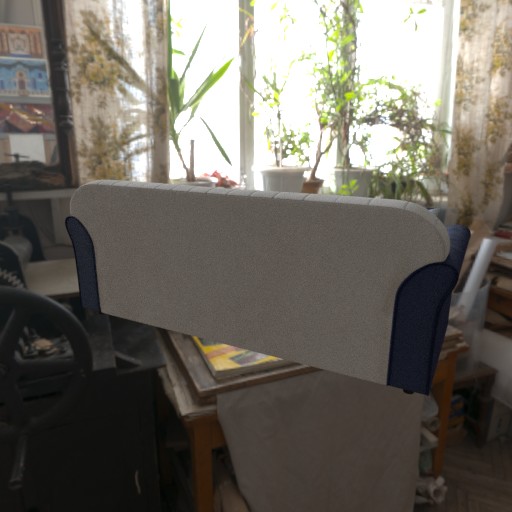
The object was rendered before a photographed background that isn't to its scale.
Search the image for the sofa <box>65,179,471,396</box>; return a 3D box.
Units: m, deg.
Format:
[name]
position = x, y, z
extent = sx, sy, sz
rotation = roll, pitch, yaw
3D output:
[sofa]
position = 0.000, 0.000, 2.364
extent = 2.006, 0.789, 0.749
rotation = 8, 18, 27
